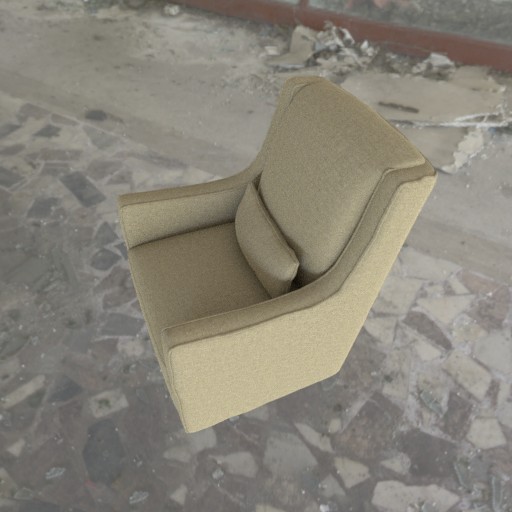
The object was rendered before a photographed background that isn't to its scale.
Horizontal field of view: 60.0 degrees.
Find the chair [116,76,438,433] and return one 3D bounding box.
[{"bbox_3d":[0.000,0.000,1.617,0.879,0.993,0.732,-17,49,-16],"label":"chair"}]
